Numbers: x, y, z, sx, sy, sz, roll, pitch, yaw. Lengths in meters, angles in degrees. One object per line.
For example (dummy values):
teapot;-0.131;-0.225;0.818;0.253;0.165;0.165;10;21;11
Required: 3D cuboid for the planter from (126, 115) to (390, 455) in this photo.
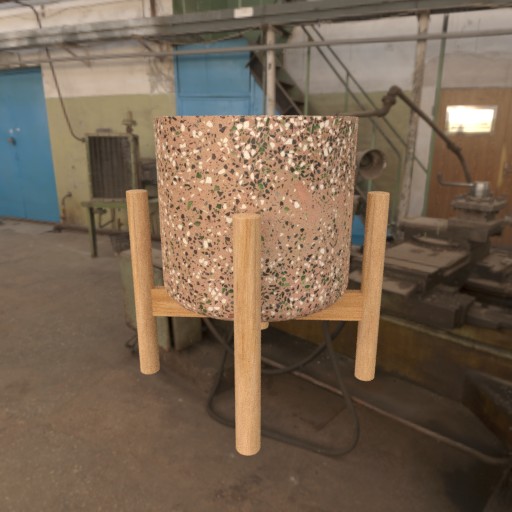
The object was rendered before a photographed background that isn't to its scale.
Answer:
planter;0.000;0.000;0.537;0.284;0.320;0.284;8;18;25
